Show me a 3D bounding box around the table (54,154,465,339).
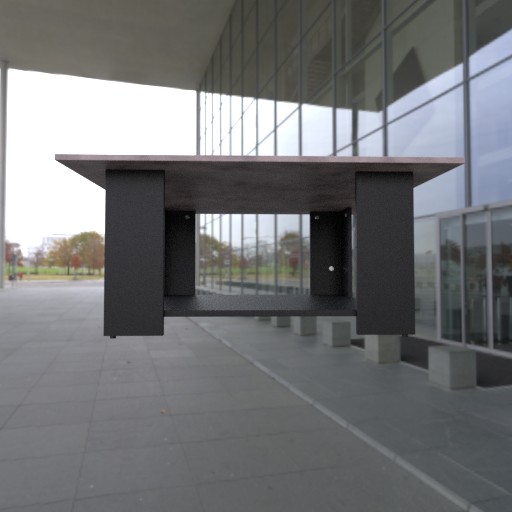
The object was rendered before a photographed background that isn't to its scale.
[{"bbox_3d":[0.000,0.000,1.051,0.670,0.305,0.670,0,-2,-2],"label":"table"}]
